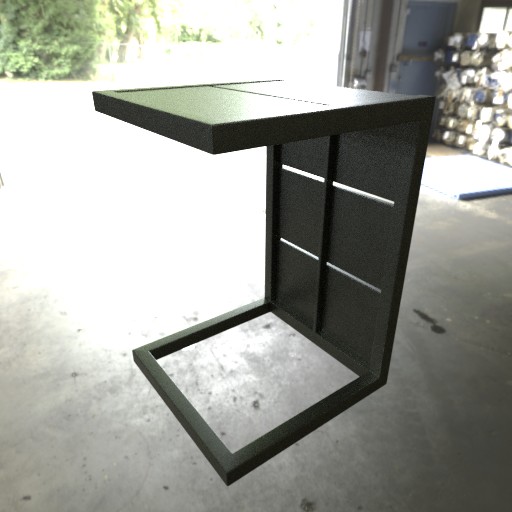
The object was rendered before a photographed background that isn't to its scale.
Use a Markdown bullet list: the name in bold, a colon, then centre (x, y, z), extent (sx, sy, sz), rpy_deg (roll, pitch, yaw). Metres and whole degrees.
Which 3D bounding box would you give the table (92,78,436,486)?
- **table**: centre (0.000, 0.000, 0.879), extent (0.420, 0.609, 0.405), rpy_deg (-18, 32, -32)
